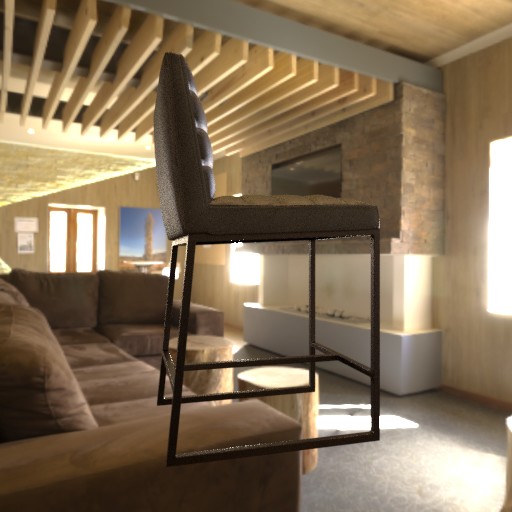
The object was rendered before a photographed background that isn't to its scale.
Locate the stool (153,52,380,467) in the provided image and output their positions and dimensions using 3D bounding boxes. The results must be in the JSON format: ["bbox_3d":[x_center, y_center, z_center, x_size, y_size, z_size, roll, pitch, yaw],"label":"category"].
[{"bbox_3d":[0.000,0.000,1.274,0.562,0.946,0.463,0,0,-15],"label":"stool"}]
